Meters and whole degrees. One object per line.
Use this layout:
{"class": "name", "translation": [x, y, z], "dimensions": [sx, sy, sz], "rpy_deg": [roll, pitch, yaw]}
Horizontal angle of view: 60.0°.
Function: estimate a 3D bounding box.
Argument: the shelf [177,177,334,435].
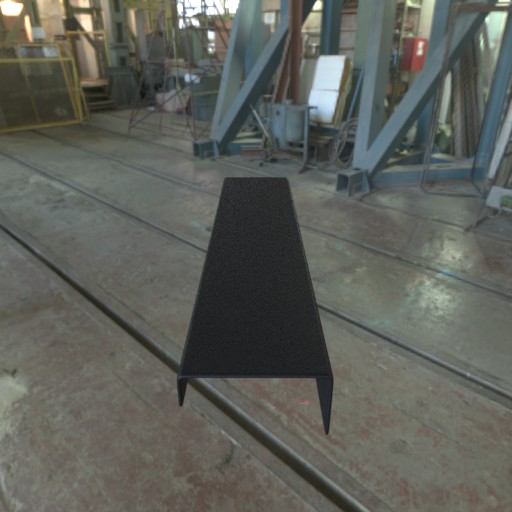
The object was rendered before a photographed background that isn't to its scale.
{"class": "shelf", "translation": [0.000, 0.000, 0.498], "dimensions": [0.102, 0.053, 0.456], "rpy_deg": [0, 26, 0]}
